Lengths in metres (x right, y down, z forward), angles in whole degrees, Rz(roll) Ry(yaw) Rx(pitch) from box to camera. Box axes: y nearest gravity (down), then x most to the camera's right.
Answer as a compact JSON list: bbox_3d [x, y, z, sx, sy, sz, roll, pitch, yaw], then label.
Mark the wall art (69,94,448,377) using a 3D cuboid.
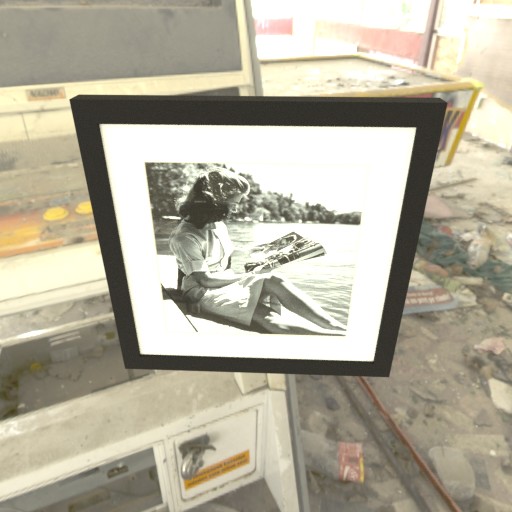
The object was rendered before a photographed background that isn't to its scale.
[{"bbox_3d":[0.000,0.000,0.671,0.462,0.458,0.030,1,31,2],"label":"wall art"}]
